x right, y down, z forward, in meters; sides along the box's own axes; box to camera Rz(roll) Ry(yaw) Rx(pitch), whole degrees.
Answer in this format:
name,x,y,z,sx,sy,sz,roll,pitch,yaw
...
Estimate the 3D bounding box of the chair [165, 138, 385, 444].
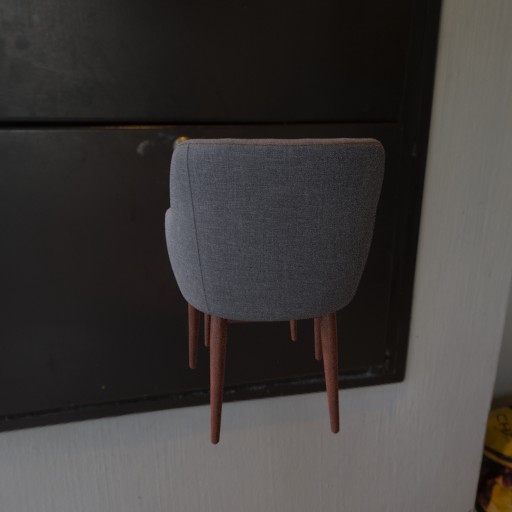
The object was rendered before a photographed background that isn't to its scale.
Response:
name,x,y,z,sx,sy,sz,roll,pitch,yaw
chair,0.000,0.000,1.517,0.584,0.799,1.107,-2,16,-7
